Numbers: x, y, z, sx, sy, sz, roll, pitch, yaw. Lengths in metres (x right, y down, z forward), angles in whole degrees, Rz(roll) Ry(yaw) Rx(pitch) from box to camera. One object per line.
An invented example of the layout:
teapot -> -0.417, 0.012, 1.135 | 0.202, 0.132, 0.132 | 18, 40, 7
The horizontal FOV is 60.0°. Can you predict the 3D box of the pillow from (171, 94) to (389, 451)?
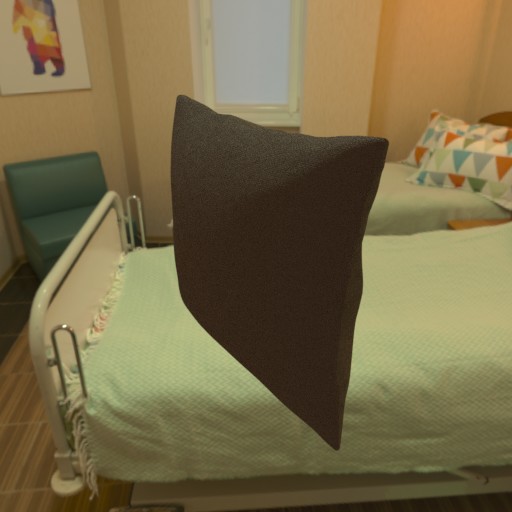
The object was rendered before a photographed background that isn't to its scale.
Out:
pillow -> 0.000, 0.000, 0.687 | 0.204, 0.439, 0.452 | -17, 31, -30
